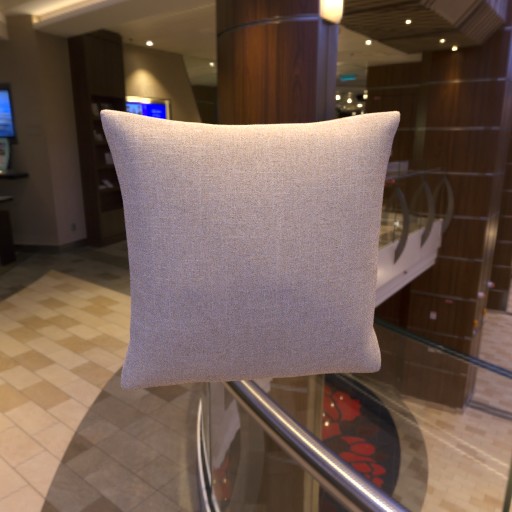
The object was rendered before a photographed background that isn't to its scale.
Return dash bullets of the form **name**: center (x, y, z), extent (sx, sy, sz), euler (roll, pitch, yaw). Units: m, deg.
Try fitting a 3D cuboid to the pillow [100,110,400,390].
- **pillow**: center (0.000, 0.000, 0.802), extent (0.511, 0.503, 0.182), euler (-2, 15, -8)
